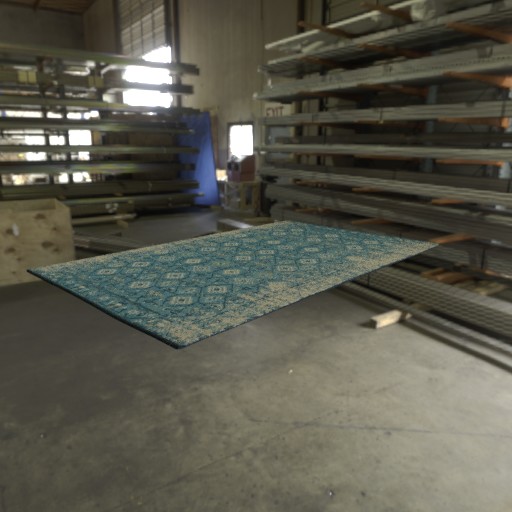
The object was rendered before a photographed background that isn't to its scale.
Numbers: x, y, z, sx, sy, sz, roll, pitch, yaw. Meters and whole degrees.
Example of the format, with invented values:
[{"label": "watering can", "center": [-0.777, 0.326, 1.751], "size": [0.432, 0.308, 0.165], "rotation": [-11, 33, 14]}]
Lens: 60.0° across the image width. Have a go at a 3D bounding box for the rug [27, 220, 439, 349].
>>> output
[{"label": "rug", "center": [0.000, 0.000, 3.016], "size": [1.530, 0.015, 2.449], "rotation": [13, 19, 42]}]
